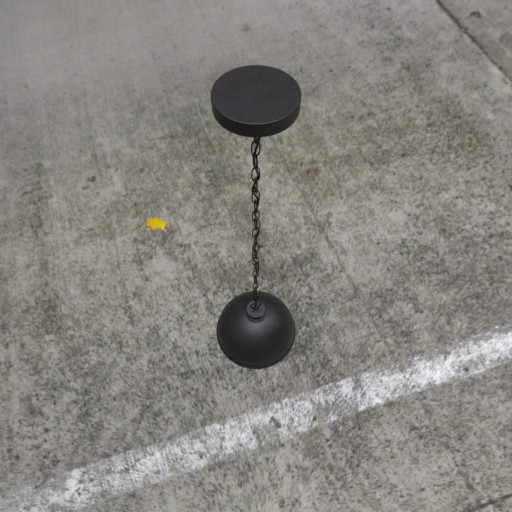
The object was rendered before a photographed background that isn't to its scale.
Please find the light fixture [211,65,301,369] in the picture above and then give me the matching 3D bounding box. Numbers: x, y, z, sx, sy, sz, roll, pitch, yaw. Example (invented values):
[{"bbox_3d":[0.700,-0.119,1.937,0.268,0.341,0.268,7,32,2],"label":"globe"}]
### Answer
[{"bbox_3d":[0.000,0.000,1.244,0.304,1.090,0.304,-15,59,-9],"label":"light fixture"}]
